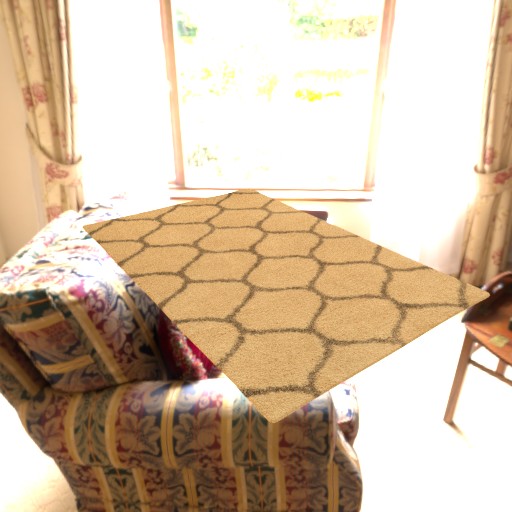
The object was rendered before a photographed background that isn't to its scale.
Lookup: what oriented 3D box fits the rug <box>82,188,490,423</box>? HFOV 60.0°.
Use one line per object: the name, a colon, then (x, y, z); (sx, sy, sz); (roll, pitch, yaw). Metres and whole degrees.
rug: (0.000, 0.000, 3.369); (1.801, 0.026, 2.701); (-18, 32, -32)
